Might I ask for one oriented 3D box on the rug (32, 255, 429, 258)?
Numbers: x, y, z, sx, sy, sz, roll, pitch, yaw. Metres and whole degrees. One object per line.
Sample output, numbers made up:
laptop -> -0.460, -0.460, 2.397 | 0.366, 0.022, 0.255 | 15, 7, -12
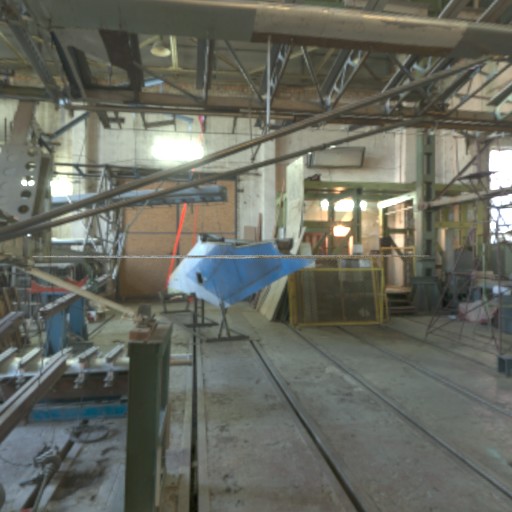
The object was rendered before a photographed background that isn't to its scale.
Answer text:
rug -> 0.000, 0.000, 4.365 | 2.437, 0.015, 3.205 | 0, 0, 37
